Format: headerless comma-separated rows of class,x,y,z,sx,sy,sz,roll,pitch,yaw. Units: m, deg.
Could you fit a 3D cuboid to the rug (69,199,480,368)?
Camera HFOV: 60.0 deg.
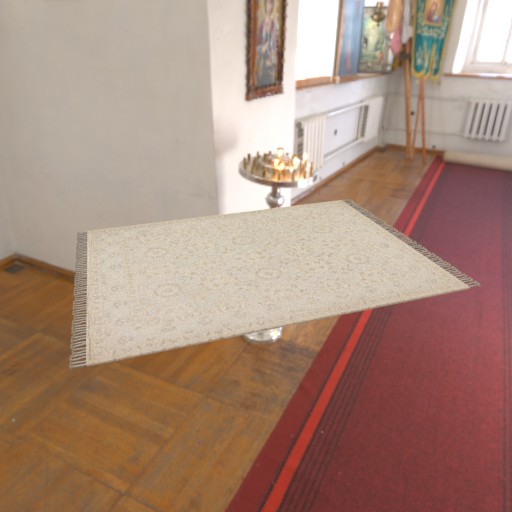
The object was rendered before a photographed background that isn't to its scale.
rug,0.000,0.000,2.300,1.771,0.015,1.223,-9,28,-16
